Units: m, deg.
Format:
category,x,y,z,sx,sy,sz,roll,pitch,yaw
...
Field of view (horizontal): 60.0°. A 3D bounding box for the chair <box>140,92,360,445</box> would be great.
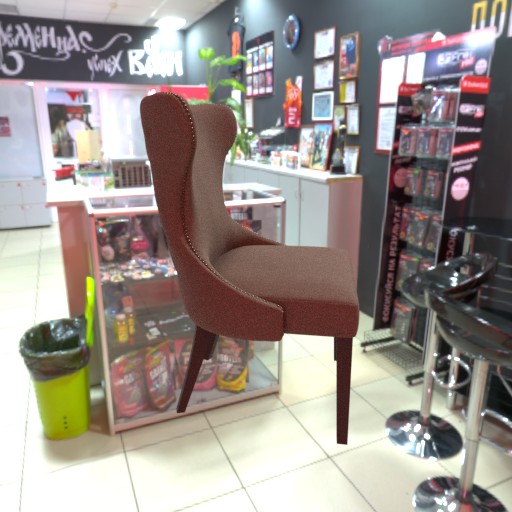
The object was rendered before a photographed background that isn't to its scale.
category,x,y,z,sx,sy,sz,roll,pitch,yaw
chair,0.000,0.000,1.433,0.635,0.967,0.628,2,16,8
